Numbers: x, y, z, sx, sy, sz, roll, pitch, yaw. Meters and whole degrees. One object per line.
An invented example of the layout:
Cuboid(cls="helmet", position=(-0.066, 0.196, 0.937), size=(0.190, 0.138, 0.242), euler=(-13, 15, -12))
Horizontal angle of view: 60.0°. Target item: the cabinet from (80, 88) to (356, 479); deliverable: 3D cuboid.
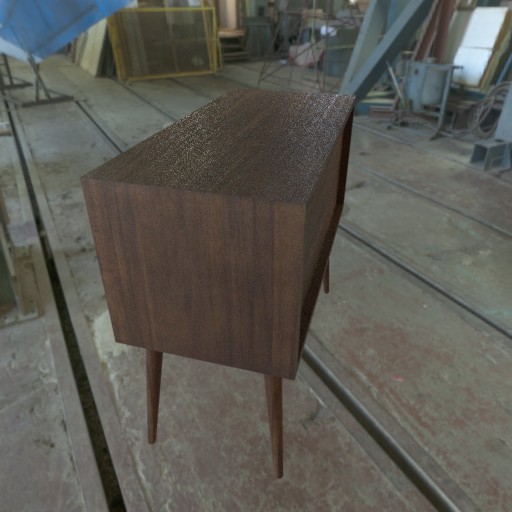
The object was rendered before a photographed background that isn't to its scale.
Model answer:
Cuboid(cls="cabinet", position=(0.000, 0.000, 1.115), size=(0.354, 0.654, 0.743), euler=(8, 32, 14))
